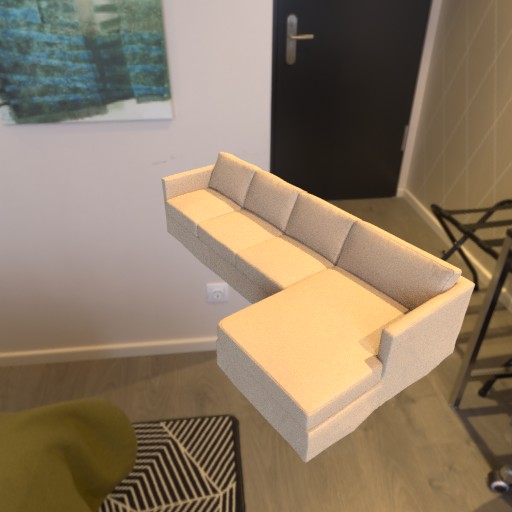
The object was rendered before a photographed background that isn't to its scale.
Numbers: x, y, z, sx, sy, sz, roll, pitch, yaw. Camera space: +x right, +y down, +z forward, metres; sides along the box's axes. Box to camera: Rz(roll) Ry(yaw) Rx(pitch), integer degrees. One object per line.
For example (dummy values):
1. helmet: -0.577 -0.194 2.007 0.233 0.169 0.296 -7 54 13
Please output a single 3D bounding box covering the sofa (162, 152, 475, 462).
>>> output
1. sofa: 0.000 0.000 3.984 1.622 0.871 3.206 -22 38 -30
